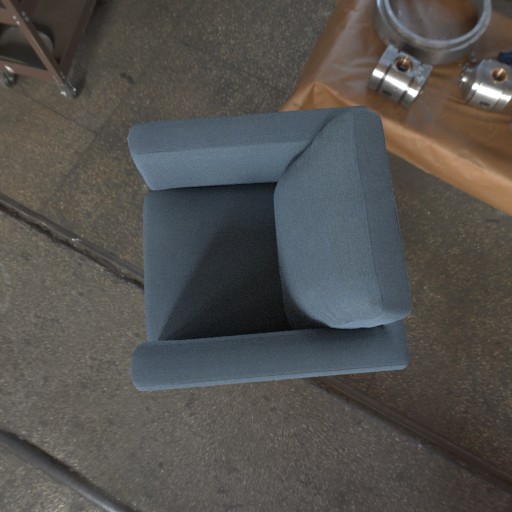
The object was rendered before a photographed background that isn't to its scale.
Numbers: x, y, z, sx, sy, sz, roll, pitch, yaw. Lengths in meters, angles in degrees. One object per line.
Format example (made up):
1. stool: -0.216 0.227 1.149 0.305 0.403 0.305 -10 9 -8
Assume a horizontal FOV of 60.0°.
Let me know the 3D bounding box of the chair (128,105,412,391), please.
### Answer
1. chair: 0.000 0.000 1.570 0.820 0.922 0.855 -5 76 -1
